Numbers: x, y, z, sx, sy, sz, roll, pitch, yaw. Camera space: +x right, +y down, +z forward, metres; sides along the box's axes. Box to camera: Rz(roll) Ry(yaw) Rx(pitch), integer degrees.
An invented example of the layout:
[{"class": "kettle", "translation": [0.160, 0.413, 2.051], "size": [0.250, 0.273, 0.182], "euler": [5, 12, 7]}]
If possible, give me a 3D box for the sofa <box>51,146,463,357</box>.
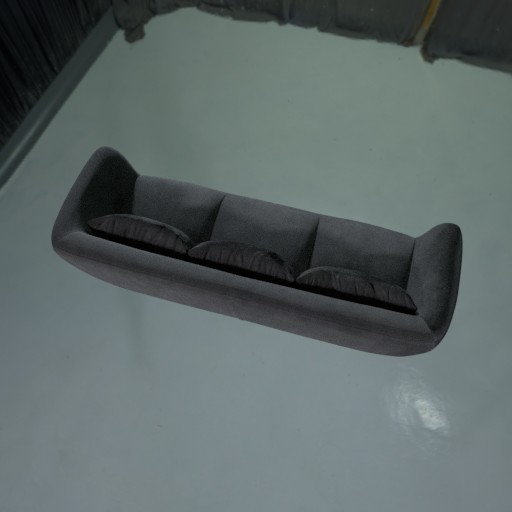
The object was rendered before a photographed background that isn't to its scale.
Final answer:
[{"class": "sofa", "translation": [0.000, 0.000, 2.798], "size": [2.296, 0.875, 0.956], "euler": [14, 63, 7]}]
